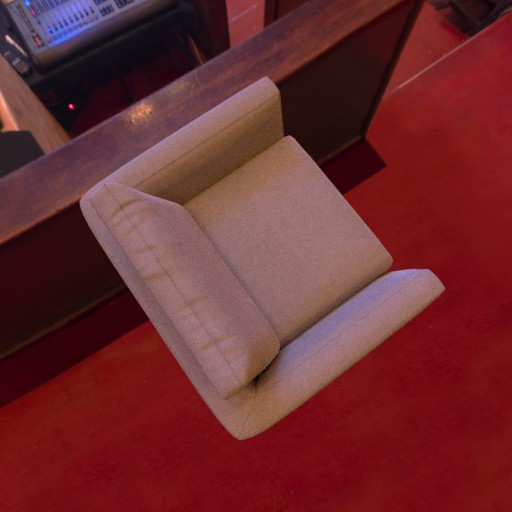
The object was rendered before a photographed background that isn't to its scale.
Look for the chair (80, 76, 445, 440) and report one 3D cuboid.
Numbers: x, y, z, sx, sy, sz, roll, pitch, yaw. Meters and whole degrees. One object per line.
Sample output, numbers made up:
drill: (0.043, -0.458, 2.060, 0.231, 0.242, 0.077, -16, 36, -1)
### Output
chair: (0.000, 0.000, 1.717, 0.889, 0.864, 1.041, -35, 78, -8)
